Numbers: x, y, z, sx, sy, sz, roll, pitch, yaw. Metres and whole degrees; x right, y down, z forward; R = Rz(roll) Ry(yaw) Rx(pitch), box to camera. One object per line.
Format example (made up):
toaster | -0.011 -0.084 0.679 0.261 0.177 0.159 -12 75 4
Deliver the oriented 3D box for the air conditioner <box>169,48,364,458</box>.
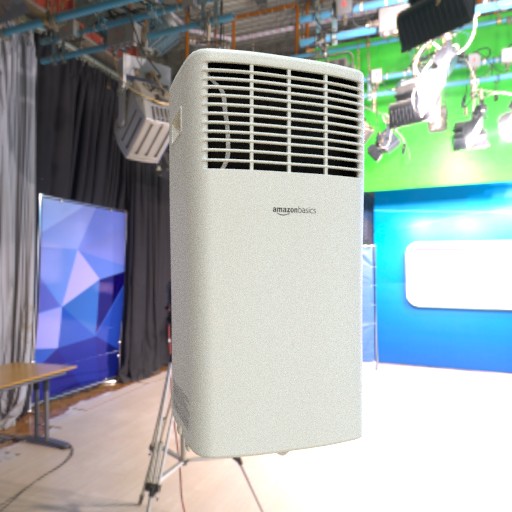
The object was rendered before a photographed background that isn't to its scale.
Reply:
air conditioner | 0.000 0.000 0.804 0.304 0.606 0.349 0 -1 -17
